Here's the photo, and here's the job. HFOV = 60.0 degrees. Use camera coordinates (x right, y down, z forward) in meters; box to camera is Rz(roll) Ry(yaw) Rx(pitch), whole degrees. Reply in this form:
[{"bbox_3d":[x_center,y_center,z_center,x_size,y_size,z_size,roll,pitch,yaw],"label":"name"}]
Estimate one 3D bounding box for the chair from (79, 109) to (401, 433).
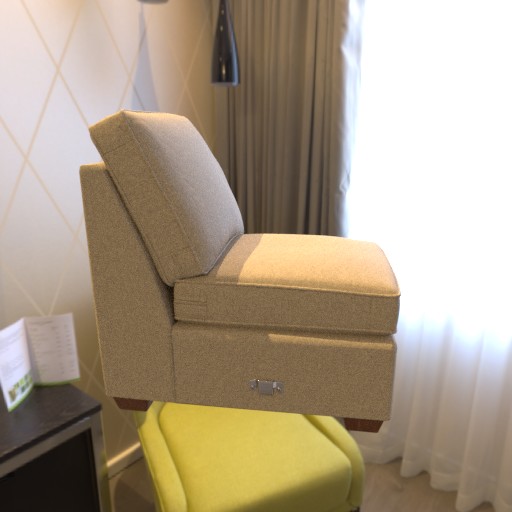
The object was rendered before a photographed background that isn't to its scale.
[{"bbox_3d":[0.000,0.000,1.705,1.020,1.058,0.674,2,16,8],"label":"chair"}]
